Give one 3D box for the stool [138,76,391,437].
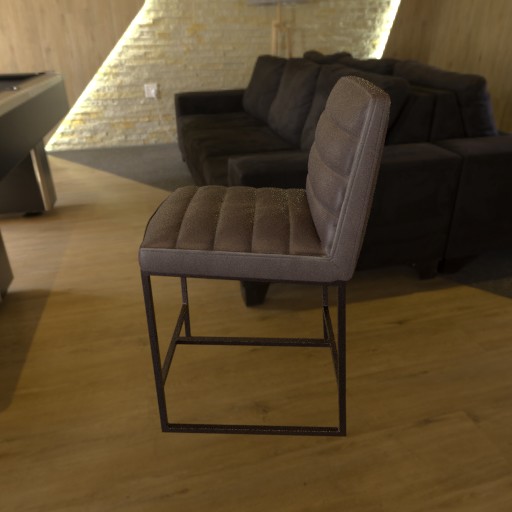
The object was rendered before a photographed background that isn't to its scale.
[{"bbox_3d":[0.000,0.000,1.273,0.562,0.946,0.463,1,27,1],"label":"stool"}]
